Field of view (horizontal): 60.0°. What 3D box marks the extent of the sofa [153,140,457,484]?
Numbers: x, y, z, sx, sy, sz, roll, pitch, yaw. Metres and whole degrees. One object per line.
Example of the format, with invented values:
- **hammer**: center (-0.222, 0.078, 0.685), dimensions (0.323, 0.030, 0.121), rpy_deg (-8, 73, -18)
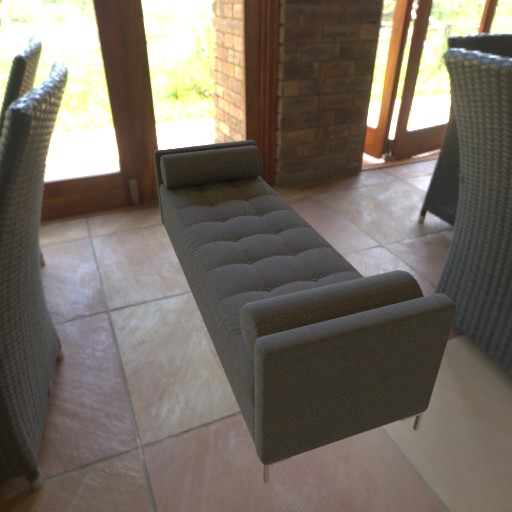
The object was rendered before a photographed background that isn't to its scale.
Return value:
- **sofa**: center (0.000, 0.000, 2.286), dimensions (0.686, 0.635, 1.981), rpy_deg (-11, 33, -17)
